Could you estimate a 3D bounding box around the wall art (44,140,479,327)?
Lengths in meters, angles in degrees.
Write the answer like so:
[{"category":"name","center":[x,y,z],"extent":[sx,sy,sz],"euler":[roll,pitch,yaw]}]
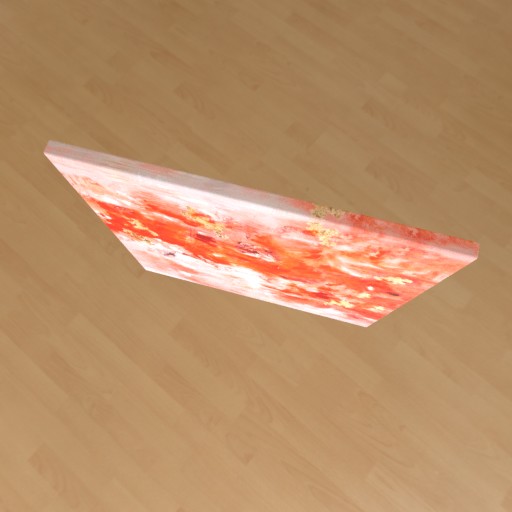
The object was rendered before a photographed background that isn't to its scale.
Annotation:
[{"category":"wall art","center":[0.000,0.000,1.290],"extent":[0.878,0.878,0.066],"euler":[14,73,4]}]
